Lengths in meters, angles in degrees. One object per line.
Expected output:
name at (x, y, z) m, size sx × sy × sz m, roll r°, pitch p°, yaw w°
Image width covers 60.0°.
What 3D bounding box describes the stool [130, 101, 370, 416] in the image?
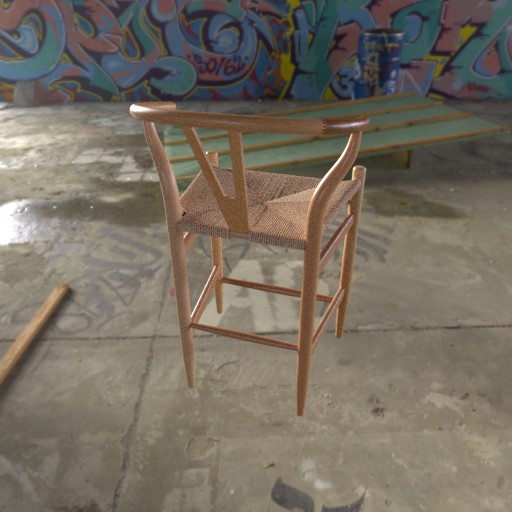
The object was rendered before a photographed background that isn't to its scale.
stool at (0.000, 0.000, 1.275) m, size 0.536 × 0.923 × 0.575 m, roll 9°, pitch 32°, yaw 15°
